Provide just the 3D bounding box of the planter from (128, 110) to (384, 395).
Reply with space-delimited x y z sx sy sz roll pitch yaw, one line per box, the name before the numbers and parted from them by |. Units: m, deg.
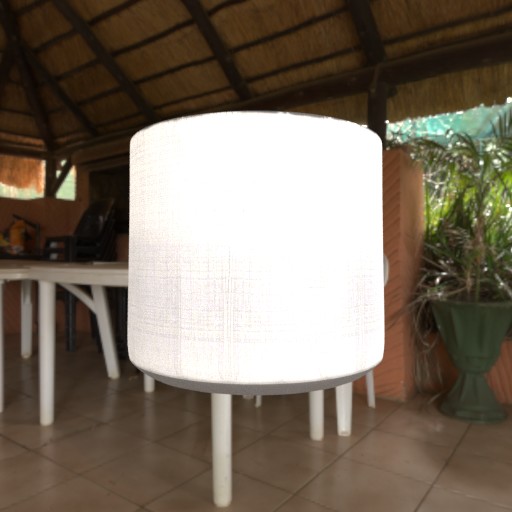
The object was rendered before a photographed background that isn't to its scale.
planter | 0.000 0.000 0.456 0.254 0.221 0.254 0 0 0
